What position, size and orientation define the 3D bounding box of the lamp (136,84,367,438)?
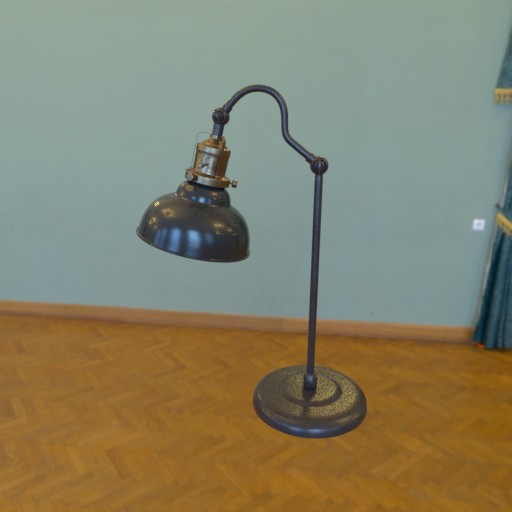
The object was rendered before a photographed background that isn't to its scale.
[{"bbox_3d":[0.000,0.000,0.700,0.374,0.508,0.192,2,15,7],"label":"lamp"}]
